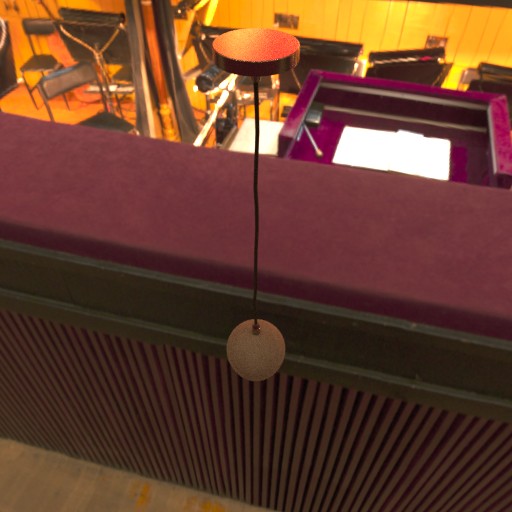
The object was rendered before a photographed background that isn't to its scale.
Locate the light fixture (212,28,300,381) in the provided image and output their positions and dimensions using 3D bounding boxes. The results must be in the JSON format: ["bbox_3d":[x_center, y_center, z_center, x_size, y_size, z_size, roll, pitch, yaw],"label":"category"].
[{"bbox_3d":[0.000,0.000,0.830,0.139,0.764,0.139,11,47,10],"label":"light fixture"}]
